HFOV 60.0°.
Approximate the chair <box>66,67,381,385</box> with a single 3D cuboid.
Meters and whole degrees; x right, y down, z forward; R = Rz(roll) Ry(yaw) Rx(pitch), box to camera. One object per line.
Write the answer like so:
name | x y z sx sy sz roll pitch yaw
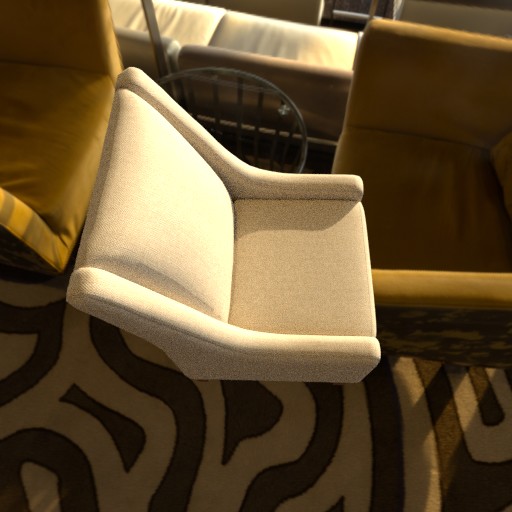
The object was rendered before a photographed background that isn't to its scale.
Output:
chair | 0.000 0.000 1.601 0.870 1.014 0.774 1 63 1
